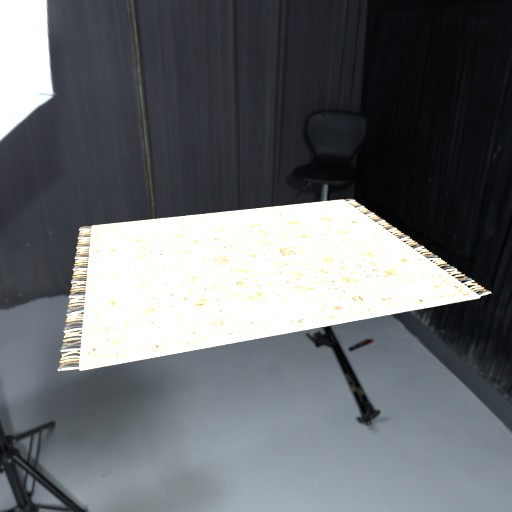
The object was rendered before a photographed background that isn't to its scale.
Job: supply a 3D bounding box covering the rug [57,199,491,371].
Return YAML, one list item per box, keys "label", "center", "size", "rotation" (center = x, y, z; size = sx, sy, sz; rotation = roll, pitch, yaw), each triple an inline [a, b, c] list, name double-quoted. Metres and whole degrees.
- label: "rug"
  center: [0.000, 0.000, 2.205]
  size: [1.726, 0.009, 1.278]
  rotation: [-8, 28, -15]
